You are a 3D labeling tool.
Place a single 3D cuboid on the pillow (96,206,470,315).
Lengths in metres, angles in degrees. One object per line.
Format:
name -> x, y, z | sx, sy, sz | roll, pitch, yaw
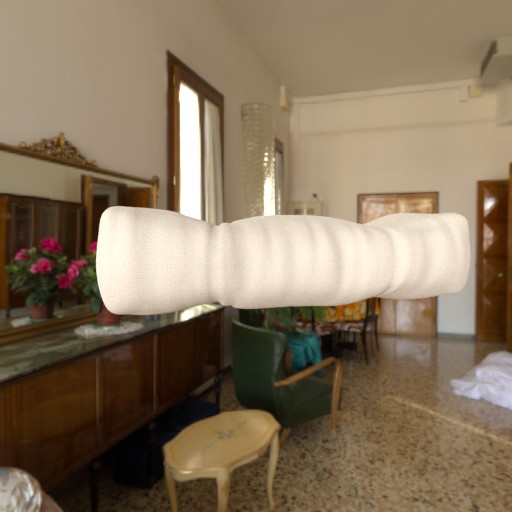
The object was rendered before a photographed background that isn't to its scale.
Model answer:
pillow -> 0.000, 0.000, 0.745 | 0.490, 0.128, 0.468 | 0, 2, -17
